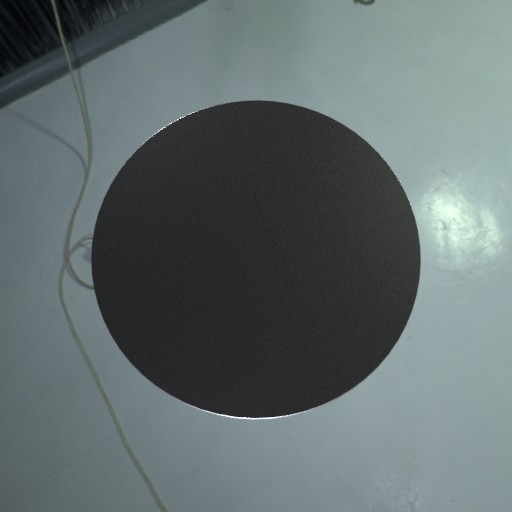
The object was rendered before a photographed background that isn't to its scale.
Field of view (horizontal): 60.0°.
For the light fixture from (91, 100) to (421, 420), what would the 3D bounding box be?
[{"bbox_3d":[0.000,0.000,0.542,0.368,0.100,0.368,0,76,0],"label":"light fixture"}]
